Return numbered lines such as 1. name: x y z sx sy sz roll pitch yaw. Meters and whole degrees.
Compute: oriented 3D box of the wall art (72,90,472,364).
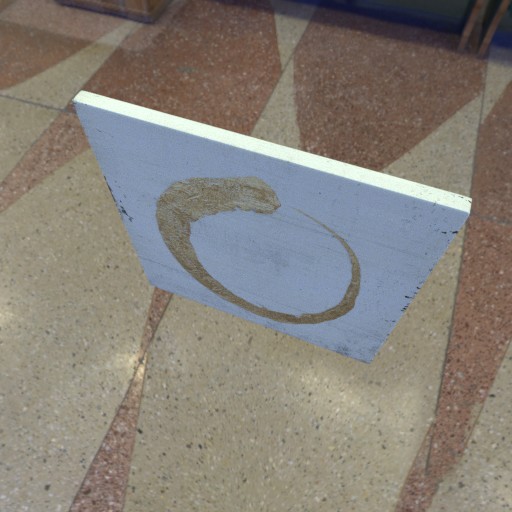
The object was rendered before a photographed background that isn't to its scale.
1. wall art: 0.000 0.000 1.122 0.762 0.762 0.038 18 60 11
